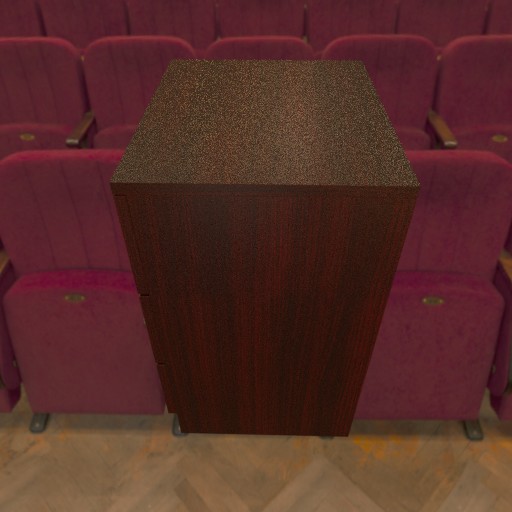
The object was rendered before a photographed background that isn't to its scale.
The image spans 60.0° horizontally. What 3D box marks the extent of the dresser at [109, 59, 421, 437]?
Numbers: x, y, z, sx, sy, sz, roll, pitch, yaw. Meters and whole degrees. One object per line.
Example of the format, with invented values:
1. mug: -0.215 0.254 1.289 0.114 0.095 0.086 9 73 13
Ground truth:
1. dresser: 0.000 0.000 0.810 0.360 0.560 0.400 1 42 1
